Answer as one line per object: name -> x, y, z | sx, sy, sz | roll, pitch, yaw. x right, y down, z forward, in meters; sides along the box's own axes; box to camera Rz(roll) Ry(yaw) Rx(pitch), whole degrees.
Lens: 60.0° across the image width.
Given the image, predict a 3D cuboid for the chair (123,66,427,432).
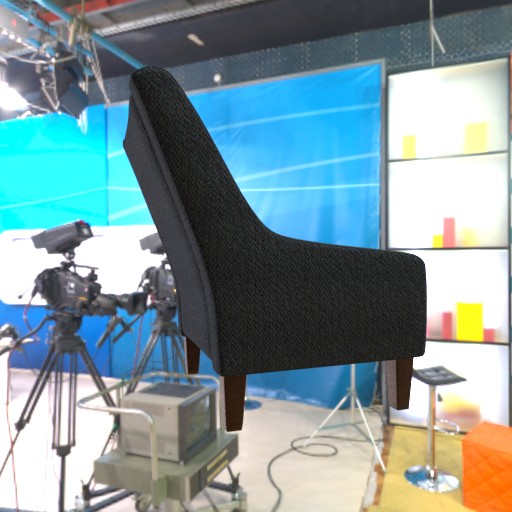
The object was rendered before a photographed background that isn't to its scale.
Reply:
chair -> 0.000, 0.000, 1.666 | 0.944, 1.012, 0.793 | 0, 0, -18
